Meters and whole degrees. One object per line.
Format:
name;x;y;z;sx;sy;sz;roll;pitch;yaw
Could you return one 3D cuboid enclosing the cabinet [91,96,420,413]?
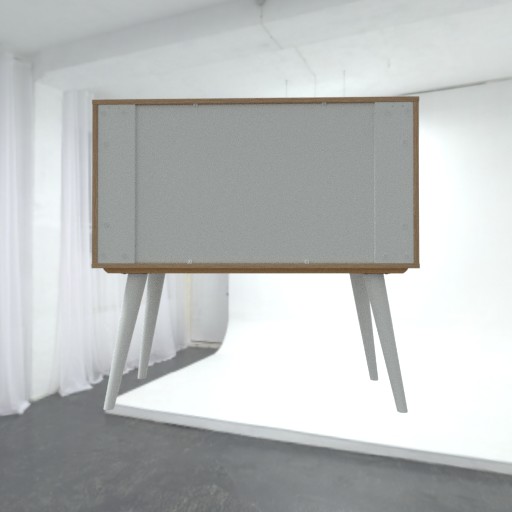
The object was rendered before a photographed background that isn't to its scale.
cabinet;0.000;0.000;1.660;1.057;1.016;0.470;0;-1;2
